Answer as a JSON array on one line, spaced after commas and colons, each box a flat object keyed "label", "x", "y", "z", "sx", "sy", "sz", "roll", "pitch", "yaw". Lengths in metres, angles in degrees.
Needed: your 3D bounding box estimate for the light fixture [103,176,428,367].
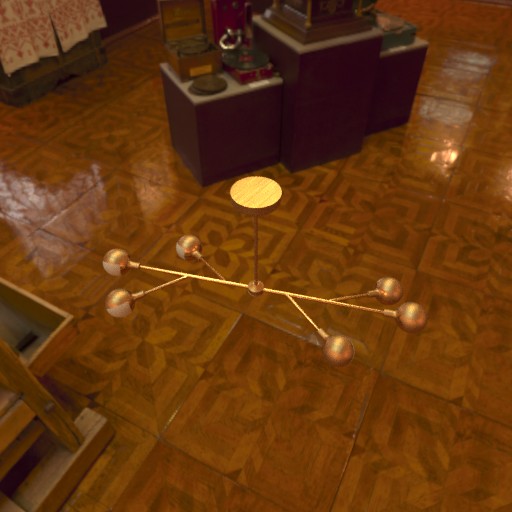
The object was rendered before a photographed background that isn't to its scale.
[{"label": "light fixture", "x": 0.000, "y": 0.000, "z": 1.000, "sx": 0.778, "sy": 0.362, "sz": 0.434, "roll": 22, "pitch": 50, "yaw": 20}]
